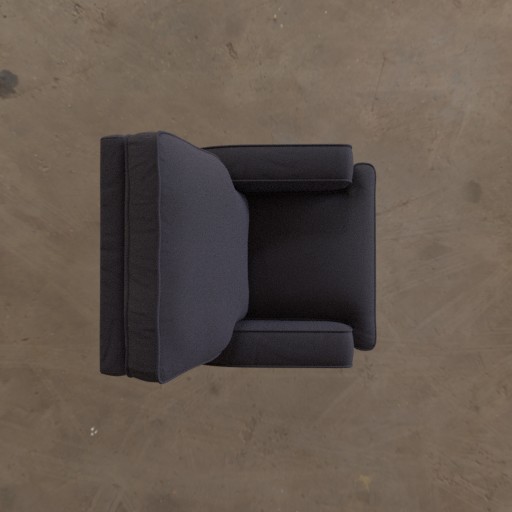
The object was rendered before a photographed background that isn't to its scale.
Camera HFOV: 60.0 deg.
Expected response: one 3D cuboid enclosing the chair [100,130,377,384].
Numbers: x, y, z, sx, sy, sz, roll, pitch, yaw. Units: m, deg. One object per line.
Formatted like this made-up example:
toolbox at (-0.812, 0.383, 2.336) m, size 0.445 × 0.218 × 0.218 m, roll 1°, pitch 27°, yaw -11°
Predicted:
chair at (0.000, 0.000, 1.721) m, size 0.964 × 0.962 × 0.861 m, roll 0°, pitch 90°, yaw 0°
